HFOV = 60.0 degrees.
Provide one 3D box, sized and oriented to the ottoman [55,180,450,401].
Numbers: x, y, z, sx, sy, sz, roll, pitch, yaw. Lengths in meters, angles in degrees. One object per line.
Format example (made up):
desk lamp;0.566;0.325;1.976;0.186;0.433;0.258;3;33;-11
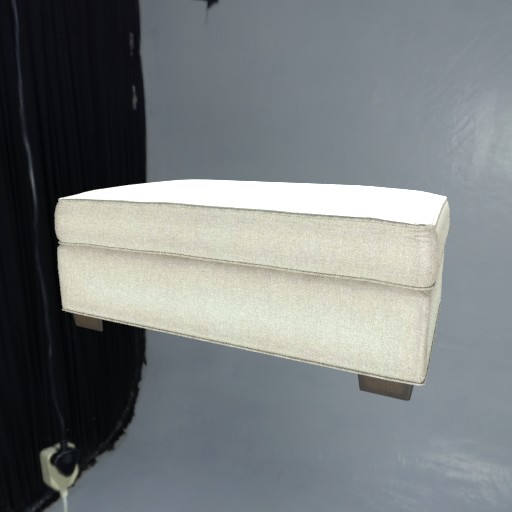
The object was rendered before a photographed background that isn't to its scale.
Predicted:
ottoman;0.000;0.000;1.413;1.097;0.448;0.617;7;16;24
